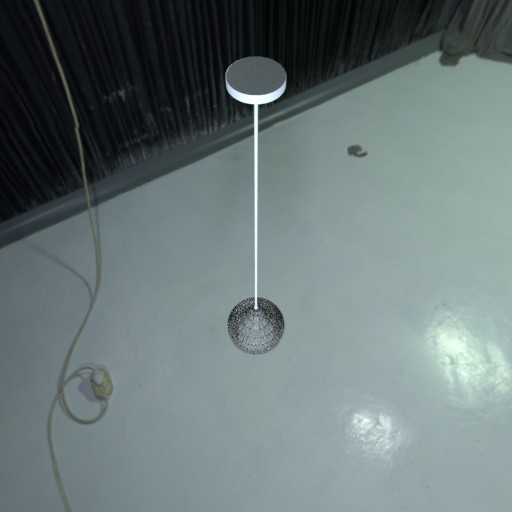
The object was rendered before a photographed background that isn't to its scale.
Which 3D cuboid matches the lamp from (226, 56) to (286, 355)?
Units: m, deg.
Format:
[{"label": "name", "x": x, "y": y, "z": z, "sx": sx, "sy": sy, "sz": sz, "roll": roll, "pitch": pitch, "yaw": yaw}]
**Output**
[{"label": "lamp", "x": 0.000, "y": 0.000, "z": 2.039, "sx": 0.355, "sy": 1.919, "sz": 0.355, "roll": -33, "pitch": 64, "yaw": -18}]
